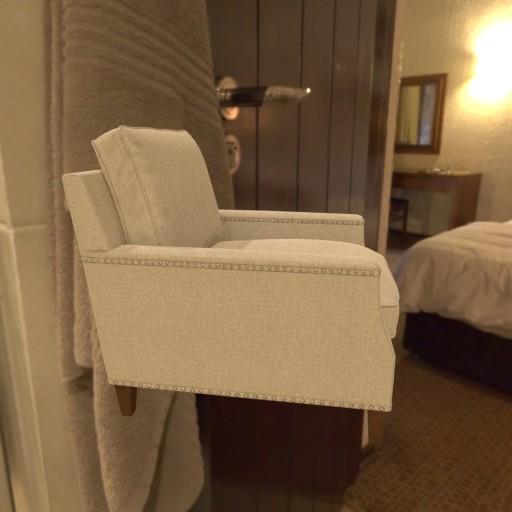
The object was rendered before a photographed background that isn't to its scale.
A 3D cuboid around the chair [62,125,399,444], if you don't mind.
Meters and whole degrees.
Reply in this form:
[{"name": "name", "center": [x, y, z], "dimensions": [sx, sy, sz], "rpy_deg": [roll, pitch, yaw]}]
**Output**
[{"name": "chair", "center": [0.000, 0.000, 1.692], "dimensions": [1.014, 0.943, 0.853], "rpy_deg": [3, 15, 10]}]
